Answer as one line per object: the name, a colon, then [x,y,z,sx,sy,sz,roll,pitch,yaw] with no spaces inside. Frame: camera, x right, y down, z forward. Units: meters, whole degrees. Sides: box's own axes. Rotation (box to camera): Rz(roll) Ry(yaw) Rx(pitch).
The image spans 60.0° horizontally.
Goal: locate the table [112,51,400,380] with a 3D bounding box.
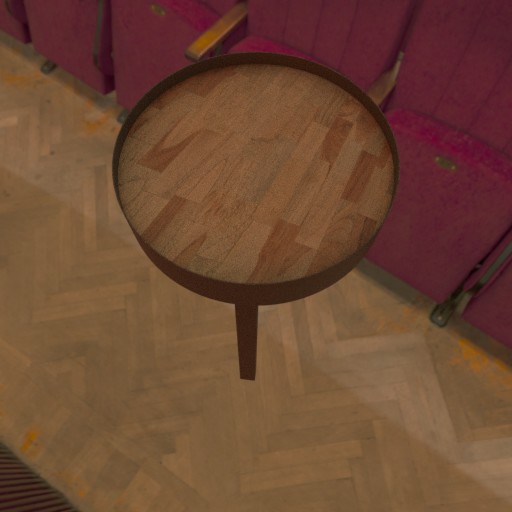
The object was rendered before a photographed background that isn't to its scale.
table: [0.000,0.000,0.940,0.406,0.686,0.406,34,69,15]
